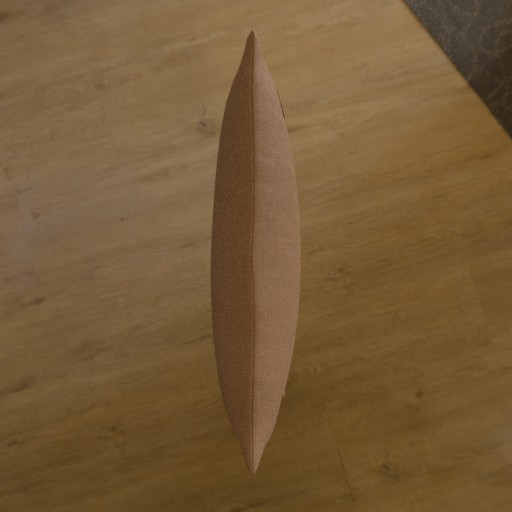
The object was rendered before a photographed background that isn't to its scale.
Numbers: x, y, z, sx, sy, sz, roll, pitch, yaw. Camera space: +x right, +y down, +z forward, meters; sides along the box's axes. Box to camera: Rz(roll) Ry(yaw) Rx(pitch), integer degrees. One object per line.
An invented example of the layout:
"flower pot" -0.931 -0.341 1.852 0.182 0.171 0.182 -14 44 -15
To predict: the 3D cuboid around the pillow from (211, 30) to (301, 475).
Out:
"pillow" 0.000 0.000 0.745 0.148 0.308 0.612 0 89 1
